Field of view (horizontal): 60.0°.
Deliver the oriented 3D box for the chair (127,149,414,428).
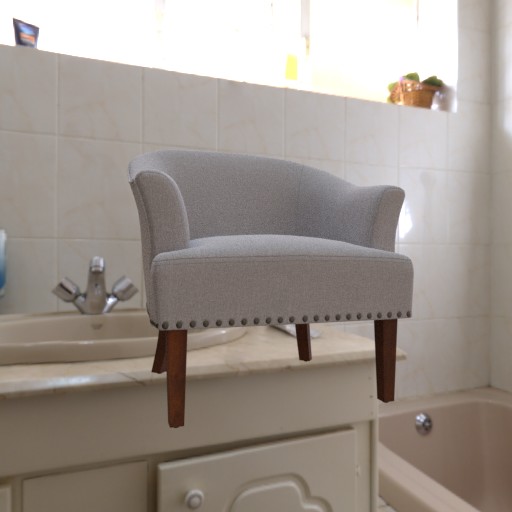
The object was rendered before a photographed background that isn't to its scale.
[{"bbox_3d":[0.000,0.000,1.430,0.798,0.815,0.704,0,0,-18],"label":"chair"}]
